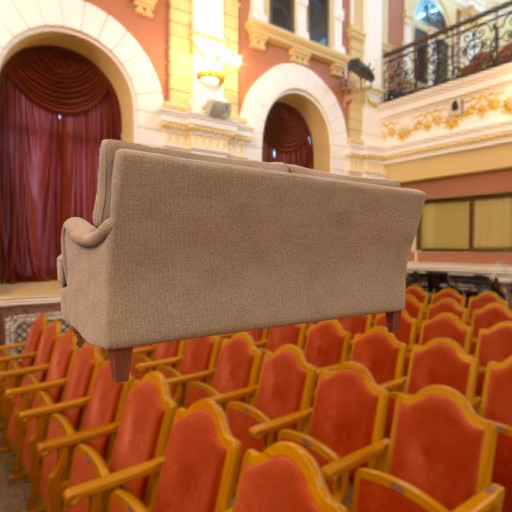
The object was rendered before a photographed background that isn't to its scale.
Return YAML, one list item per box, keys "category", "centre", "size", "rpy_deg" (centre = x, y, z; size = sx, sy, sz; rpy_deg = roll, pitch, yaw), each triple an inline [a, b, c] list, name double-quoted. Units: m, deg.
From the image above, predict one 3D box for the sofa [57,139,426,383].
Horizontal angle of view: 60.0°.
- category: "sofa"
  centre: [0.000, 0.000, 2.815]
  size: [2.193, 1.096, 1.069]
  rpy_deg: [-1, 1, -37]
